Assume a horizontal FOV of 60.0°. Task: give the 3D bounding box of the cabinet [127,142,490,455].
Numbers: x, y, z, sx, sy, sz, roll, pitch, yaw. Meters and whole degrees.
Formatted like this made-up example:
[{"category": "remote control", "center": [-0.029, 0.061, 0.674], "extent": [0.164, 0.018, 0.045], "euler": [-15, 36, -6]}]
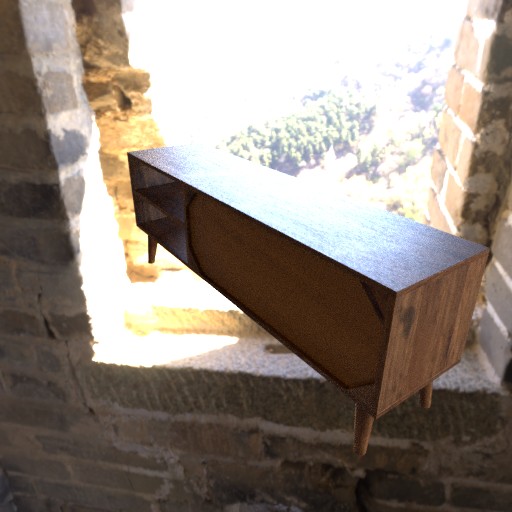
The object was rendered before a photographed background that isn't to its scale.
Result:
[{"category": "cabinet", "center": [0.000, 0.000, 1.620], "extent": [0.349, 0.528, 1.448], "euler": [-18, 32, -32]}]
